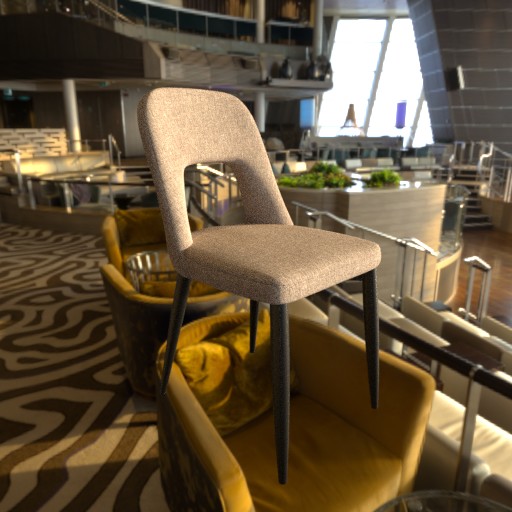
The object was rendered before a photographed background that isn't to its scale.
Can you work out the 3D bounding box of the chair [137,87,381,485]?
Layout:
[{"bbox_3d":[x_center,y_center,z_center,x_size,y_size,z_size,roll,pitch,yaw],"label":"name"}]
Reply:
[{"bbox_3d":[0.000,0.000,1.269,0.612,0.931,0.470,15,22,43],"label":"chair"}]
